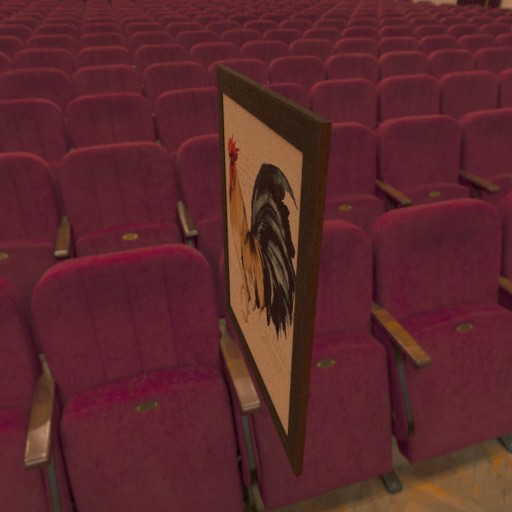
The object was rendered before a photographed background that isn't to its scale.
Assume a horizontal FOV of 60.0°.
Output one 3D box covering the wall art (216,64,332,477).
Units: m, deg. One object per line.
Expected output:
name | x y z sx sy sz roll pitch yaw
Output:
wall art | 0.000 0.000 0.780 0.013 0.570 0.476 -9 31 -15
